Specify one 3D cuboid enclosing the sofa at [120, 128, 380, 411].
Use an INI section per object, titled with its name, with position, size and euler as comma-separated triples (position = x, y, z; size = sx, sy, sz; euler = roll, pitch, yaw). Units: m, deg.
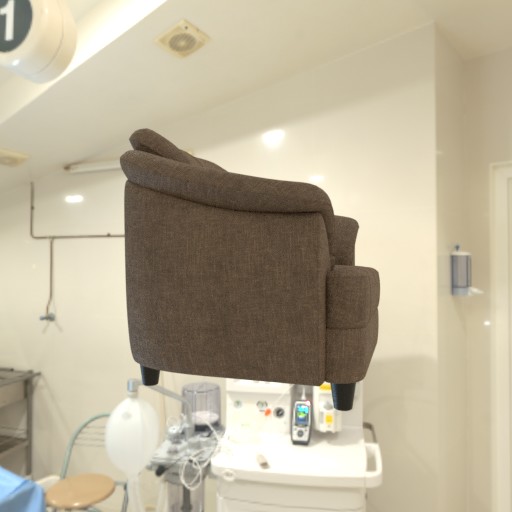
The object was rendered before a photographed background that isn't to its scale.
[sofa]
position = 0.000, 0.000, 1.517
size = 0.794, 0.811, 0.870
euler = 0, -1, 19
